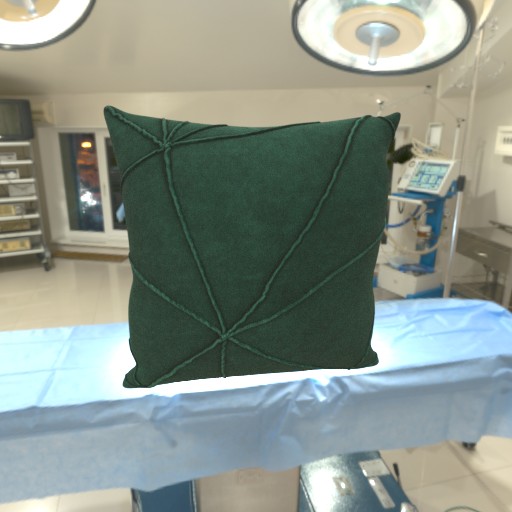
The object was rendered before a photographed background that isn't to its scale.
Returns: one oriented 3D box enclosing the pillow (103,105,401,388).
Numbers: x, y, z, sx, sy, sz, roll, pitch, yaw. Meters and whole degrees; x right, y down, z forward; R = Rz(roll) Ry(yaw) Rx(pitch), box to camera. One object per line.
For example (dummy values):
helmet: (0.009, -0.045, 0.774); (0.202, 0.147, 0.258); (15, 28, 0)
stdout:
pillow: (0.000, 0.000, 0.687); (0.439, 0.440, 0.184); (-2, 17, -8)
